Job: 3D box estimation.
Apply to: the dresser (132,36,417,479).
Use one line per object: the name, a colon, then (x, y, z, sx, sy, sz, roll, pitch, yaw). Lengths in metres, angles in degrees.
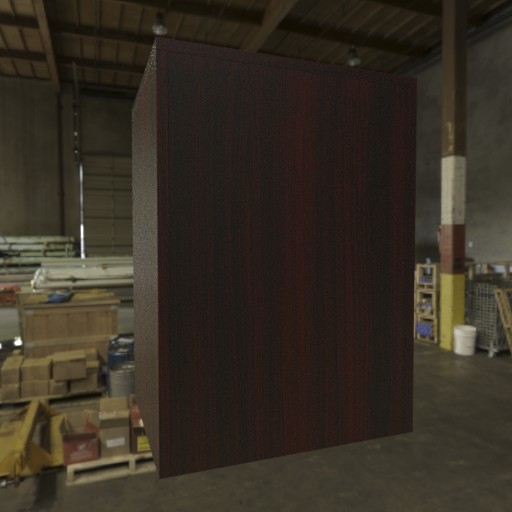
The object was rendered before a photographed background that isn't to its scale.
dresser: (0.000, 0.000, 0.797, 0.400, 0.560, 0.360, -1, 2, -21)
